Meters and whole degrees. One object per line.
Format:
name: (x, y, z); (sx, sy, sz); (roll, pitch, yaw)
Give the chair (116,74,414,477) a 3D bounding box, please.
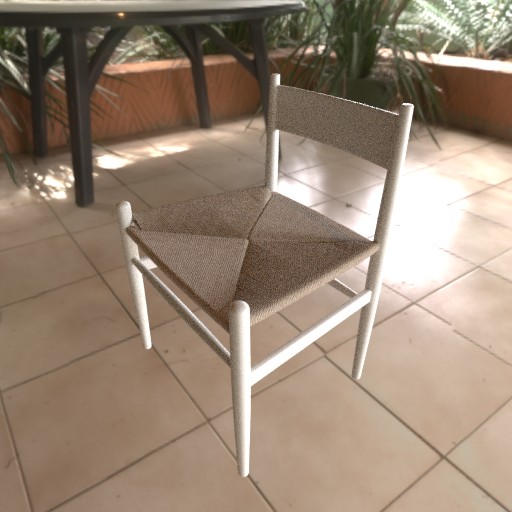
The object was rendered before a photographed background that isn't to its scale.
chair: (0.000, 0.000, 1.121); (0.495, 0.762, 0.556); (-21, 38, -30)
